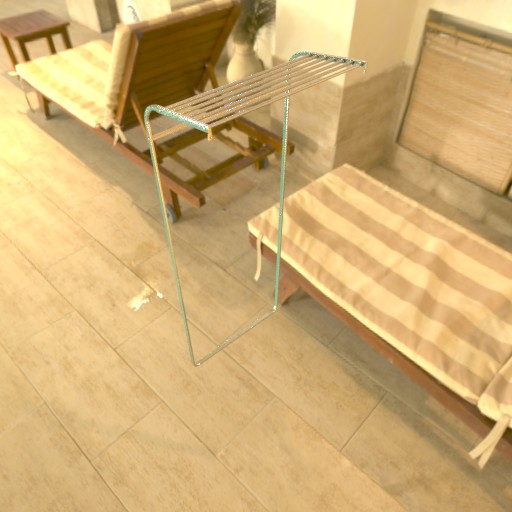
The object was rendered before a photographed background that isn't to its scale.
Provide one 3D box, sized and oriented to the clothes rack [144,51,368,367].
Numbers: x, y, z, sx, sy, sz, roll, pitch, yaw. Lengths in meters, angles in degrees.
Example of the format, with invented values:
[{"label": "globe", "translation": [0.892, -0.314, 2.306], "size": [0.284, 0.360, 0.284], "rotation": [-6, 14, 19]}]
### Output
[{"label": "clothes rack", "translation": [0.000, 0.000, 1.869], "size": [0.609, 1.574, 0.349], "rotation": [-31, 53, -27]}]
